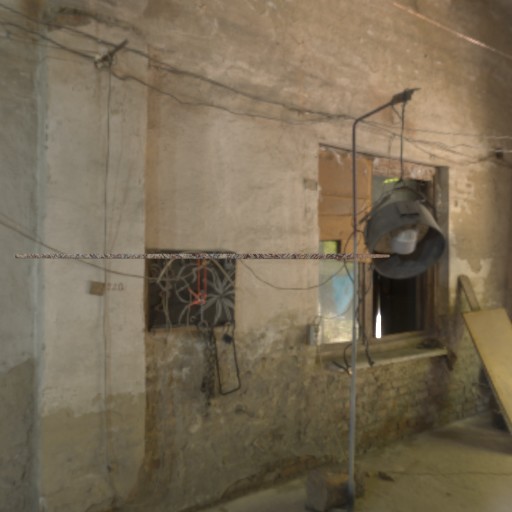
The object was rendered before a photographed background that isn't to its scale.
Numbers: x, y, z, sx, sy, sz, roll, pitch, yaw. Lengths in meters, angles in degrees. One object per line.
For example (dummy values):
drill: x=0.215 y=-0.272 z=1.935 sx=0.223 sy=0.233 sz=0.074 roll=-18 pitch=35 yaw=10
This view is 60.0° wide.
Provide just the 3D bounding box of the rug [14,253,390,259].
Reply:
rug: x=0.000 y=0.000 z=2.832 sx=1.523 sy=0.019 sz=2.285 roll=0 pitch=0 yaw=20
